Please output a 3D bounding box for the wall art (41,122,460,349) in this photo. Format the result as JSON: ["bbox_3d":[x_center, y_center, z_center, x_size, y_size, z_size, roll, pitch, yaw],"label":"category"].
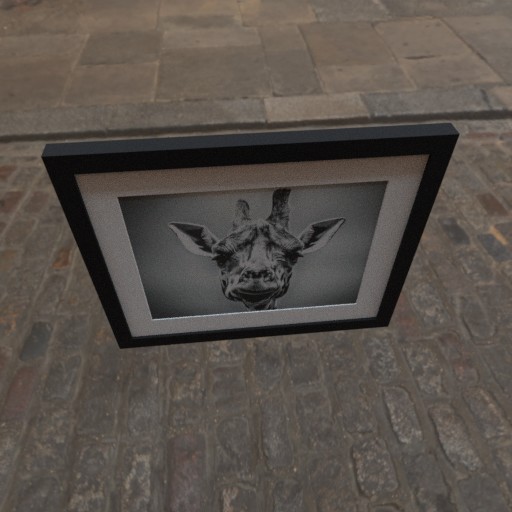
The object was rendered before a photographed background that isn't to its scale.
[{"bbox_3d":[0.000,0.000,0.763,0.558,0.457,0.031,-4,46,-4],"label":"wall art"}]
